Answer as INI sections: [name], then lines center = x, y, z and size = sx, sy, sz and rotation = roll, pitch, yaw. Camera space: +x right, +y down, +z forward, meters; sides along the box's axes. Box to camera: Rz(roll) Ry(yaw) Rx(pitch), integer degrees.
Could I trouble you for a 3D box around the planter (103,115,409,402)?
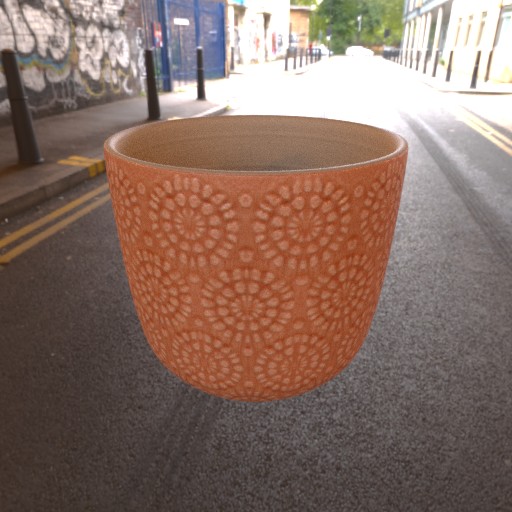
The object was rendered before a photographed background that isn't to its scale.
[planter]
center = 0.000, 0.000, 0.355
size = 0.208, 0.190, 0.208
rotation = 0, 25, 0
